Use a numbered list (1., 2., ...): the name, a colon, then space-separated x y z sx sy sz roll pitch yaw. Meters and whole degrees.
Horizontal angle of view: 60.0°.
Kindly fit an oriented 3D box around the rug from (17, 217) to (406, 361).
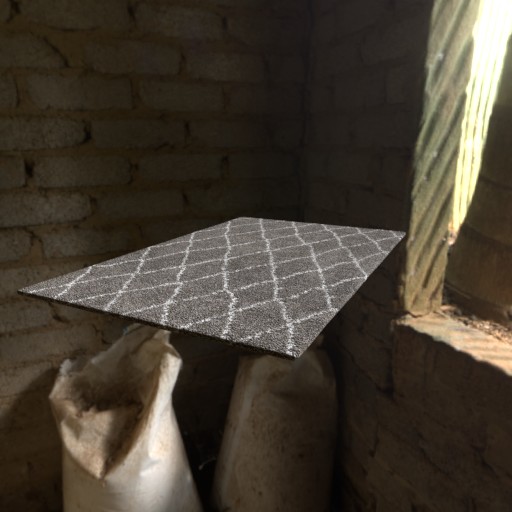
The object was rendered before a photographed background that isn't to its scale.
1. rug: 0.000 0.000 3.393 1.778 0.030 2.743 8 17 26
